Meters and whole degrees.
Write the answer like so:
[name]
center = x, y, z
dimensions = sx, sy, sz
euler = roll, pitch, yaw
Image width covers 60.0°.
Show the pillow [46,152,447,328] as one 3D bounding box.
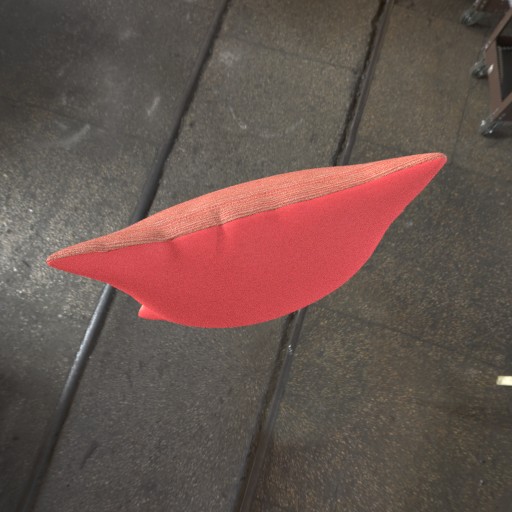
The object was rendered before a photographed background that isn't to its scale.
[pillow]
center = 0.000, 0.000, 0.803
dimensions = 0.559, 0.501, 0.229
euler = -15, 76, -4
